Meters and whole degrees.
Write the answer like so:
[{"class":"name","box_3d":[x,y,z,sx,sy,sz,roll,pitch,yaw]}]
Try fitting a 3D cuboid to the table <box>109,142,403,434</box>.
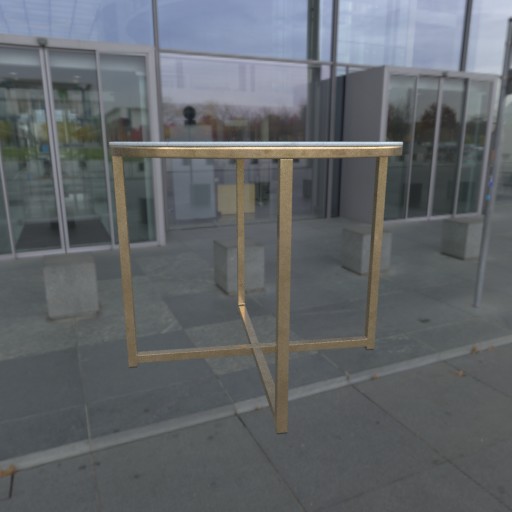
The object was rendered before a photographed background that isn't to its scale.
[{"class":"table","box_3d":[0.000,0.000,0.843,0.500,0.420,0.500,0,14,0]}]
